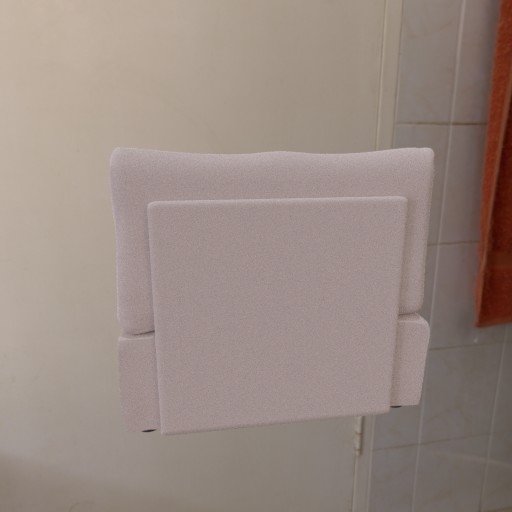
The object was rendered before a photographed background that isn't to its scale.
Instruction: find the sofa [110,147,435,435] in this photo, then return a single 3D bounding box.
[{"bbox_3d":[0.000,0.000,1.713,0.935,0.828,1.000,-2,15,-9],"label":"sofa"}]
